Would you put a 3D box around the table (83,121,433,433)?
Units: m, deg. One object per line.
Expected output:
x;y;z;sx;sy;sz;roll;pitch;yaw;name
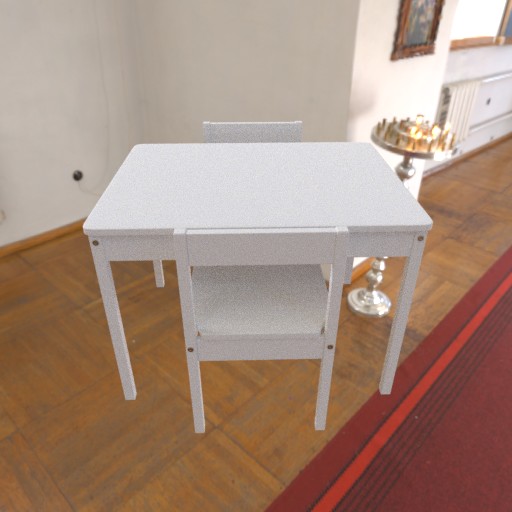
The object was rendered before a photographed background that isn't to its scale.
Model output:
0.000;0.000;1.130;0.650;0.503;0.672;-1;32;-1;table
